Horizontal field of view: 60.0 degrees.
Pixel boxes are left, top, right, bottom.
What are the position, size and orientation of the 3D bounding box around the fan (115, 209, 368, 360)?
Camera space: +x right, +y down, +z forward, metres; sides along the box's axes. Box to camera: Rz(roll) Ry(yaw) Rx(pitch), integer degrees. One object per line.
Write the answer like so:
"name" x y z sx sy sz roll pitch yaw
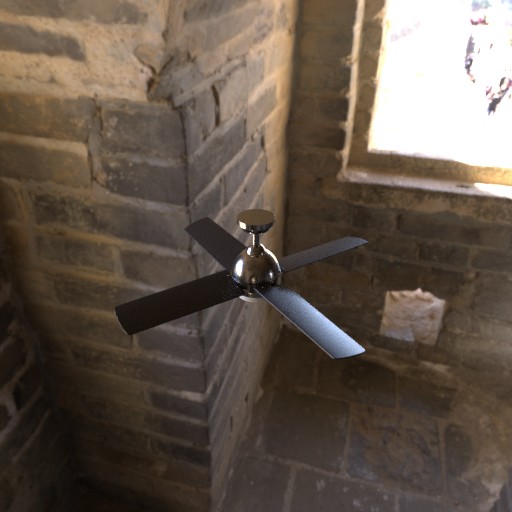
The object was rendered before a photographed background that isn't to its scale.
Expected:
"fan" 0.000 0.000 2.067 1.332 0.403 1.332 -18 35 -28
